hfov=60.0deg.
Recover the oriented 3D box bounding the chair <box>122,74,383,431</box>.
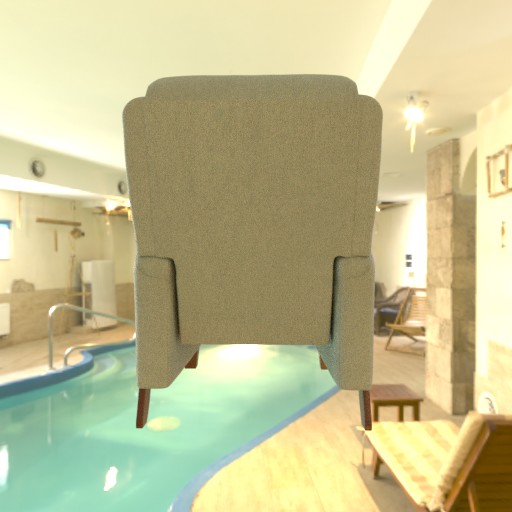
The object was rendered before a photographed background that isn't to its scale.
[{"bbox_3d":[0.000,0.000,1.693,0.785,1.067,0.988,0,0,2],"label":"chair"}]
